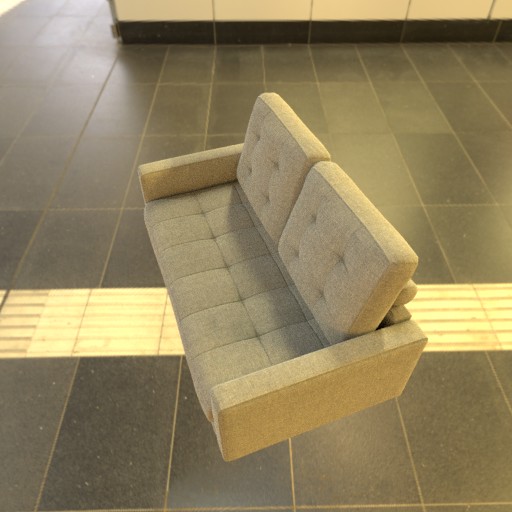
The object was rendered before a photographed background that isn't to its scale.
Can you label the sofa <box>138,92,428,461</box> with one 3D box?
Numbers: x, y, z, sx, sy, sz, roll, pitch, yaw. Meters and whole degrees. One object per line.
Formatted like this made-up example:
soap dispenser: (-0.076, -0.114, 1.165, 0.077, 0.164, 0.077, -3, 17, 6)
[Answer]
sofa: (0.000, 0.000, 1.991, 0.842, 0.907, 1.407, -15, 48, -14)
